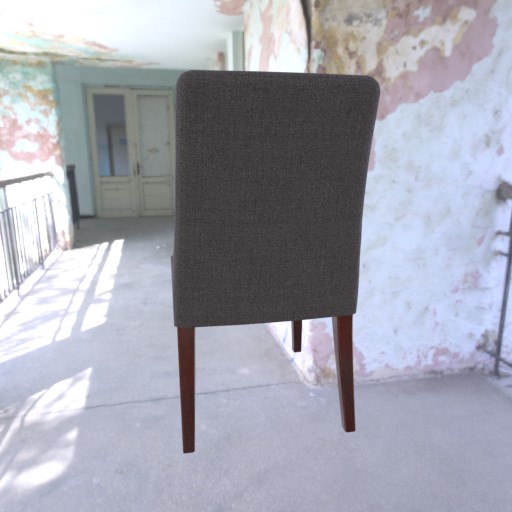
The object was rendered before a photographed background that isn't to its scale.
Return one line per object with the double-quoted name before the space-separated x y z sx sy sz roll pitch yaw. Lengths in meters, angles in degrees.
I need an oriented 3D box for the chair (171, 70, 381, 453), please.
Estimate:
"chair" 0.000 0.000 1.345 0.508 0.952 0.655 -3 14 -11
